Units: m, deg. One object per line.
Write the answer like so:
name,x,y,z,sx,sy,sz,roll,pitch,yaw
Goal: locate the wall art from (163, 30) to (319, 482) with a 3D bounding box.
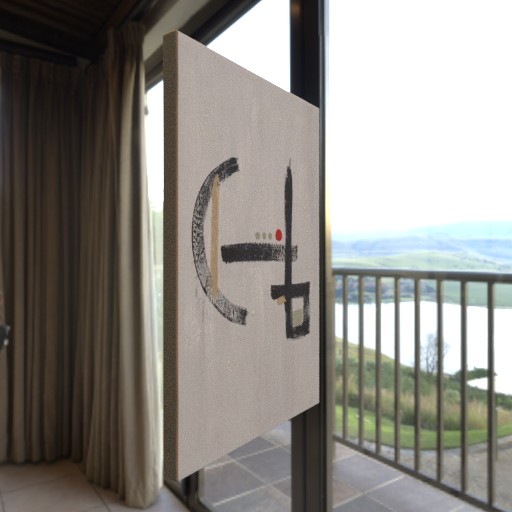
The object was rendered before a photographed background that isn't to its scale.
wall art,0.000,0.000,1.148,0.048,0.916,0.602,0,0,37
